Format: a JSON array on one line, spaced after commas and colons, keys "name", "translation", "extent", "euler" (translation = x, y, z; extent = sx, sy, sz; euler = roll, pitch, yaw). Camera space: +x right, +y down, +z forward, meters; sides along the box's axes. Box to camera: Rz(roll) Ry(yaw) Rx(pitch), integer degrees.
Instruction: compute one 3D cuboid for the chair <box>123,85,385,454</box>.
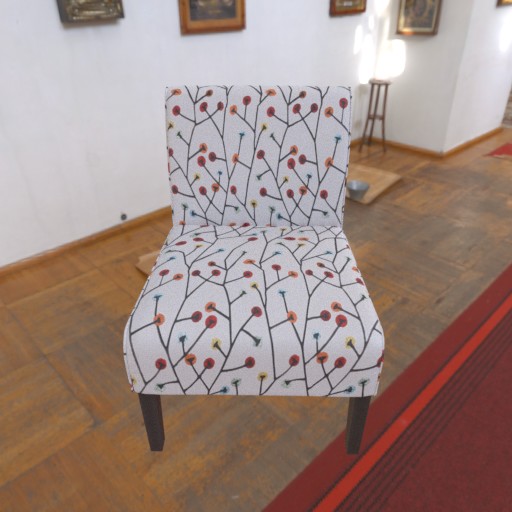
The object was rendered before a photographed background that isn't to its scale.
[{"name": "chair", "translation": [0.000, 0.000, 1.269], "extent": [0.597, 0.813, 0.732], "euler": [1, 30, 1]}]
